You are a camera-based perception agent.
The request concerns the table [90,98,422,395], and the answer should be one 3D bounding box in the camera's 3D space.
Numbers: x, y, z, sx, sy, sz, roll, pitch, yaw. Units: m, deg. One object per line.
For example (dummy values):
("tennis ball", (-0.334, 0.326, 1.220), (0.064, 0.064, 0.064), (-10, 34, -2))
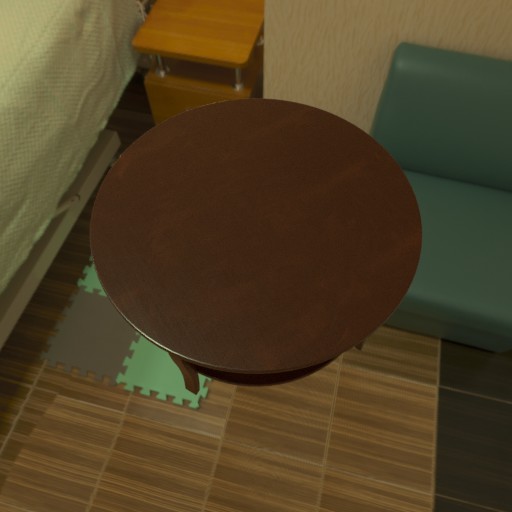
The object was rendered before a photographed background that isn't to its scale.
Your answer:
("table", (0.000, 0.000, 1.453), (0.911, 0.512, 0.911), (0, 59, 0))
